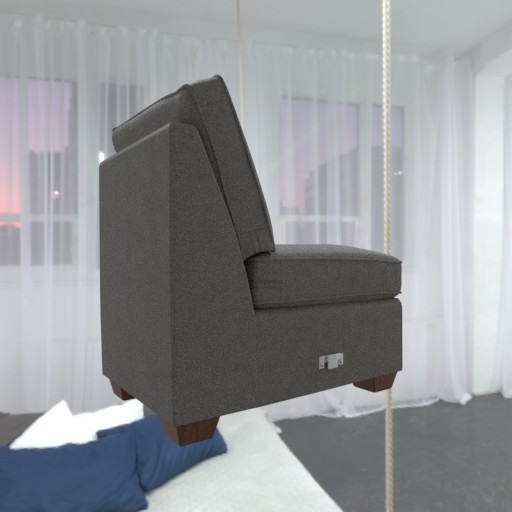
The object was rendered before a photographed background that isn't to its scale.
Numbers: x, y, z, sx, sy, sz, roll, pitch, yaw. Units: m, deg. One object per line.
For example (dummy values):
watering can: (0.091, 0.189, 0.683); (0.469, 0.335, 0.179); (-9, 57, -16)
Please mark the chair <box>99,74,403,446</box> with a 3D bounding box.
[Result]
chair: (0.000, 0.000, 1.589); (0.938, 0.970, 0.621); (0, 0, -36)
